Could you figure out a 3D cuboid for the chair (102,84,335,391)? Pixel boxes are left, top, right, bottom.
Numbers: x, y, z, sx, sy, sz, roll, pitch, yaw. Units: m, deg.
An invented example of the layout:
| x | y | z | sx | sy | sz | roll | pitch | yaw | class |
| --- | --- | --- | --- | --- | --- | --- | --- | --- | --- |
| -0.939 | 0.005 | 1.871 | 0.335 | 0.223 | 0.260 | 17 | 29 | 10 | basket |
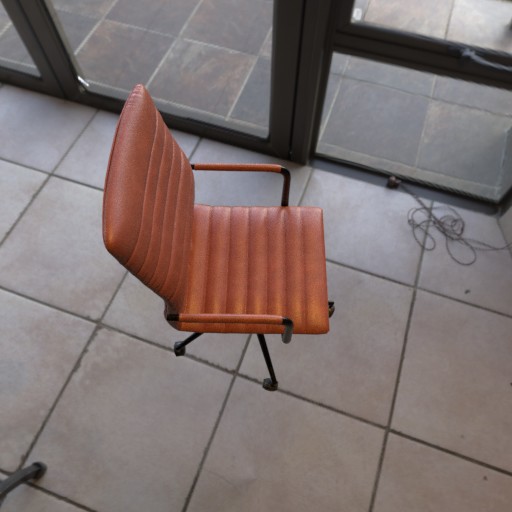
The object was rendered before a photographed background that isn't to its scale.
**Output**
| x | y | z | sx | sy | sz | roll | pitch | yaw | class |
| --- | --- | --- | --- | --- | --- | --- | --- | --- | --- |
| 0.000 | 0.000 | 1.258 | 0.578 | 0.878 | 0.600 | 1 | 63 | 0 | chair |
